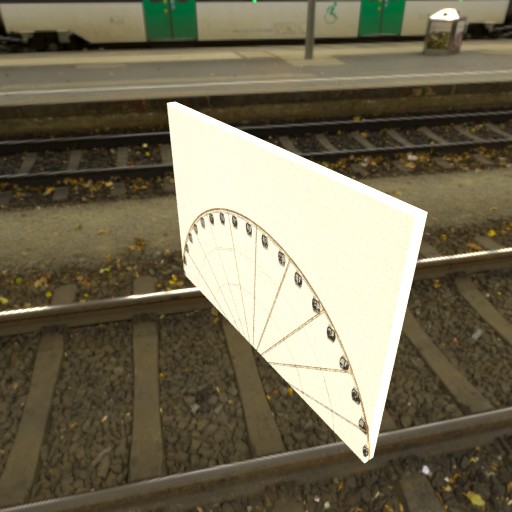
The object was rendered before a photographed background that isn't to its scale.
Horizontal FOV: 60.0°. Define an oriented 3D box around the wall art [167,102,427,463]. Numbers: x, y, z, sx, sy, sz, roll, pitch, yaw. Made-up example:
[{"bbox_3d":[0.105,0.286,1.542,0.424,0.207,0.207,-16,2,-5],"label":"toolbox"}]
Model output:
[{"bbox_3d":[0.000,0.000,1.454,0.038,0.767,1.144,-19,36,-28],"label":"wall art"}]
